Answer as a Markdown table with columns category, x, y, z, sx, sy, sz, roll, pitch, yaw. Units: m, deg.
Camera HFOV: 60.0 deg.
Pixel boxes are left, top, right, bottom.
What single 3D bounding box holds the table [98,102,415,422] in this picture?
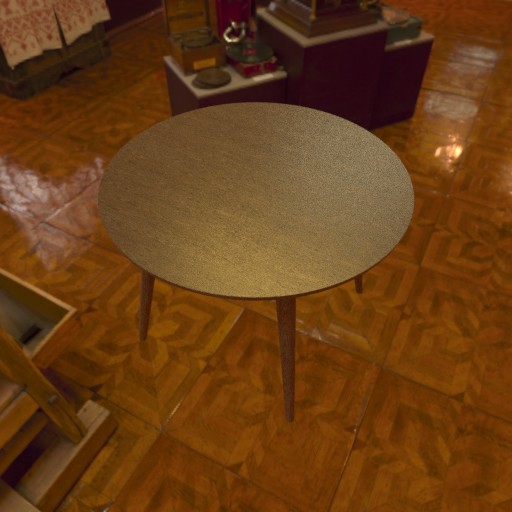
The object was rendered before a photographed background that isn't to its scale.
| category | x | y | z | sx | sy | sz | roll | pitch | yaw |
| --- | --- | --- | --- | --- | --- | --- | --- | --- | --- |
| table | 0.000 | 0.000 | 1.800 | 1.053 | 0.786 | 1.053 | 0 | 46 | 0 |
